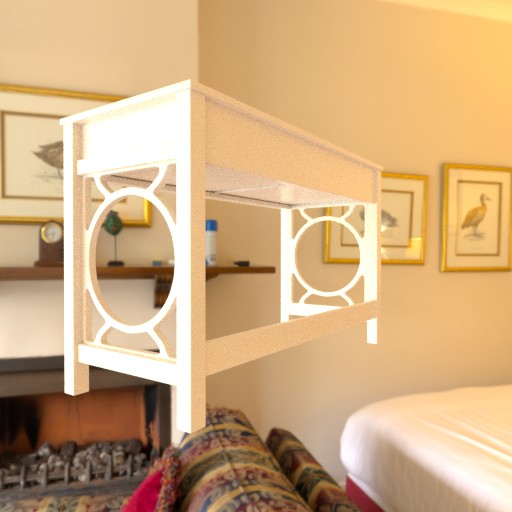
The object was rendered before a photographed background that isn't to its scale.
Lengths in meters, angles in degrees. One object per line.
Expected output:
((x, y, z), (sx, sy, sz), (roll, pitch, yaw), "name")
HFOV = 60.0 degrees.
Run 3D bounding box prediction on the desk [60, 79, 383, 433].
((0.000, 0.000, 1.571), (0.504, 0.762, 1.191), (0, 1, 35), "desk")
